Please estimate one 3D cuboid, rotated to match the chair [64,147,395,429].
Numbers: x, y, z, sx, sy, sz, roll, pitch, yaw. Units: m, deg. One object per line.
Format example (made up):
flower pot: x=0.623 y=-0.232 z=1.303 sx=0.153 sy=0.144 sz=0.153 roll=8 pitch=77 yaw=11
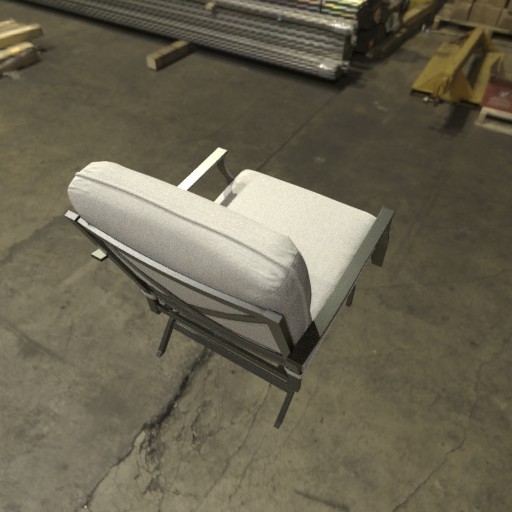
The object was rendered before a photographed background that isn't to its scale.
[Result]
chair: x=0.000 y=0.000 z=1.391 sx=0.650 sy=0.860 sz=0.787 roll=24 pitch=52 yaw=21
